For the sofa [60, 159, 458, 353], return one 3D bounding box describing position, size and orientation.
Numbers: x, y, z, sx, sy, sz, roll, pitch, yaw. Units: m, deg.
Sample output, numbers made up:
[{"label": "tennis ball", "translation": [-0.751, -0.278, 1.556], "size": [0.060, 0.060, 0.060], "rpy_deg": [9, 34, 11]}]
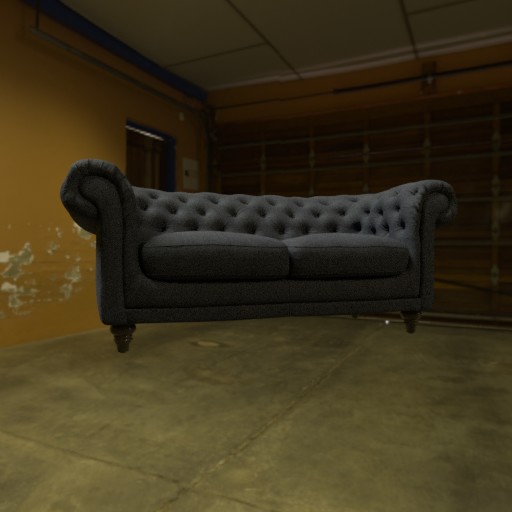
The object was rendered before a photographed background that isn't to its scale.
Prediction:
[{"label": "sofa", "translation": [0.000, 0.000, 2.549], "size": [1.988, 0.833, 1.082], "rpy_deg": [0, 0, -18]}]
